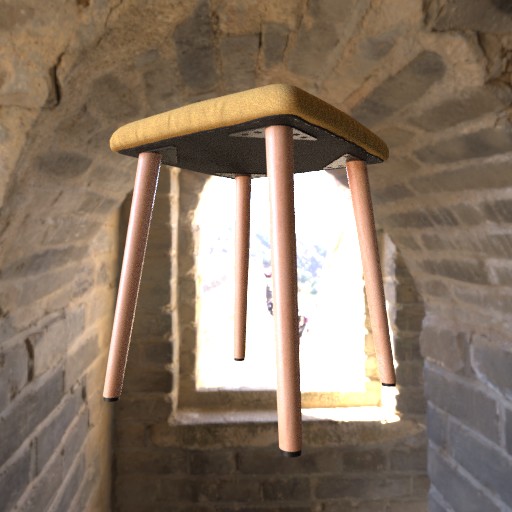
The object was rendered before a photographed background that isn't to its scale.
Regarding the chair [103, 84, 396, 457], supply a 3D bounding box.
[{"bbox_3d":[0.000,0.000,0.715,0.350,0.440,0.350,0,0,36],"label":"chair"}]
